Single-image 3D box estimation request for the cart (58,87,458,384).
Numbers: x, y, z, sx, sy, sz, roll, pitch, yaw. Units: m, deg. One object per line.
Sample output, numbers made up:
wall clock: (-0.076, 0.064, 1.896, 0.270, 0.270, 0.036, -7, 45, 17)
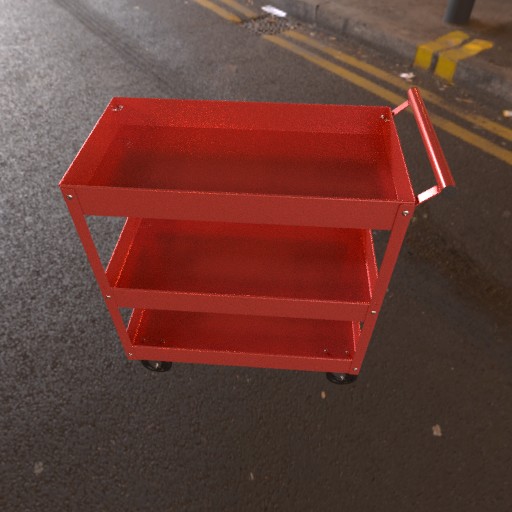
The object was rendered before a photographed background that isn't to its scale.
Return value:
cart: (0.000, 0.000, 1.176, 0.719, 0.780, 0.366, 3, 46, 3)
